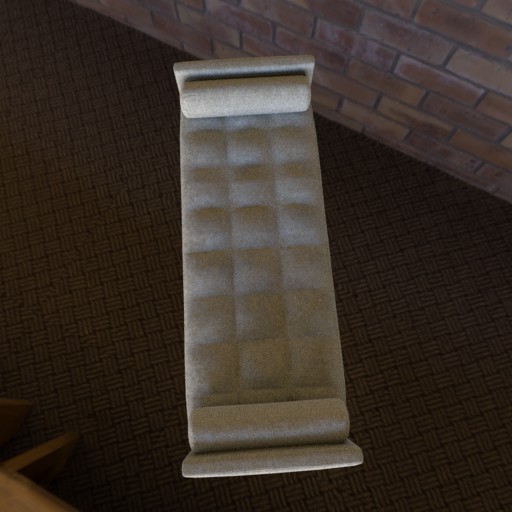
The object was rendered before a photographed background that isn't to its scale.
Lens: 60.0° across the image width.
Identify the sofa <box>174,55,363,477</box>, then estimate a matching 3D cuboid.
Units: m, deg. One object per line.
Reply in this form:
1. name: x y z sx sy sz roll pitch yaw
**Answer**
1. sofa: 0.000 0.000 2.458 0.797 0.657 2.102 -4 74 -1
